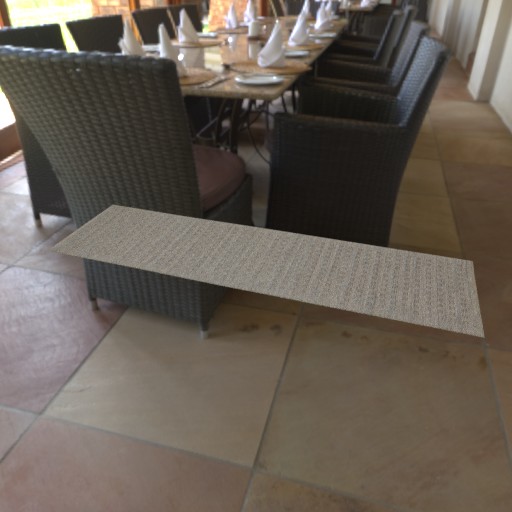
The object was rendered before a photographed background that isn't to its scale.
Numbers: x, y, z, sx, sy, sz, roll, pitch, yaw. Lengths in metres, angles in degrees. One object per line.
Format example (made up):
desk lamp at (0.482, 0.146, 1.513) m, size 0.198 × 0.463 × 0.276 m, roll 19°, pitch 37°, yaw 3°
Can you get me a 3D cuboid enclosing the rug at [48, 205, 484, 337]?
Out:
rug at (0.000, 0.000, 2.637) m, size 2.437 × 0.005 × 0.688 m, roll 10°, pitch 33°, yaw 16°
